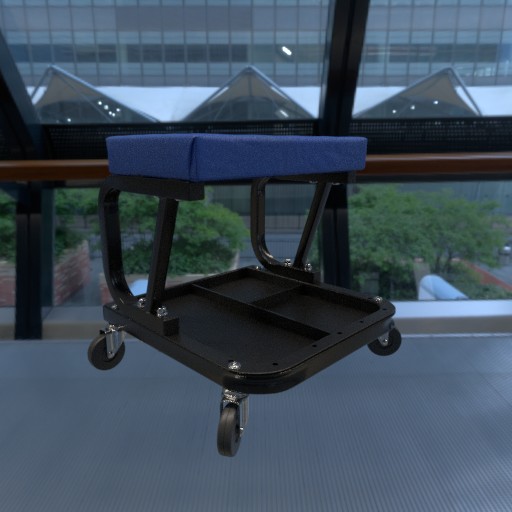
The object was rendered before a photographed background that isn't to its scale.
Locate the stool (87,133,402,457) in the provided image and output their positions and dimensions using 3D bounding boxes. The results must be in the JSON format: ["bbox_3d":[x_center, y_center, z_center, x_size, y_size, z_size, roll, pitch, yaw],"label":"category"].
[{"bbox_3d":[0.000,0.000,0.726,0.371,0.380,0.446,14,19,43],"label":"stool"}]
